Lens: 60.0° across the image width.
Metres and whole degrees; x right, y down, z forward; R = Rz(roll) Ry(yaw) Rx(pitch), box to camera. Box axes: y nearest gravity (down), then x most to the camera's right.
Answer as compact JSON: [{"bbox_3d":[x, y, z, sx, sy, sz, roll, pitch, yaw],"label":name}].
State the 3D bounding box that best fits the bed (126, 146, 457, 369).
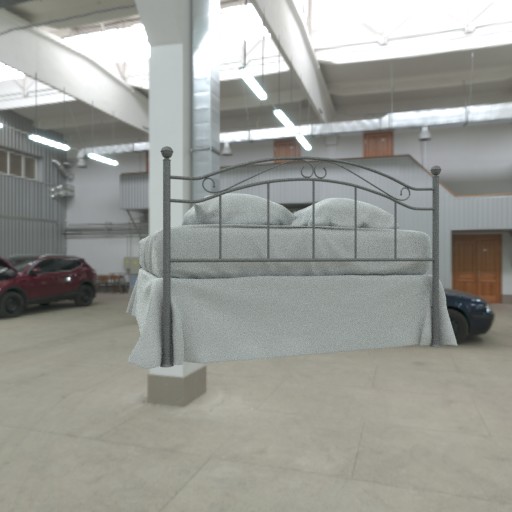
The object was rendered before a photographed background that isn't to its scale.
[{"bbox_3d":[0.000,0.000,3.415,1.936,1.080,2.215,0,0,-17],"label":"bed"}]
